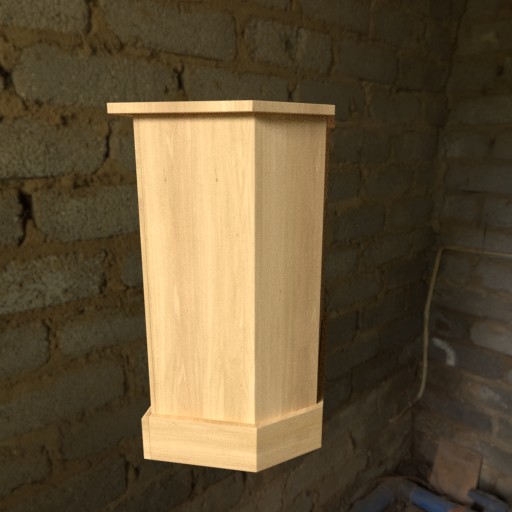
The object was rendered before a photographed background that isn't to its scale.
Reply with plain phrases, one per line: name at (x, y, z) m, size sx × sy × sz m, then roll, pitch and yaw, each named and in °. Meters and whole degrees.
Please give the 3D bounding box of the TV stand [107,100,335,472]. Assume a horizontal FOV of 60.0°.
TV stand at (0.000, 0.000, 1.303) m, size 0.425 × 0.781 × 0.851 m, roll 2°, pitch 14°, yaw 10°
